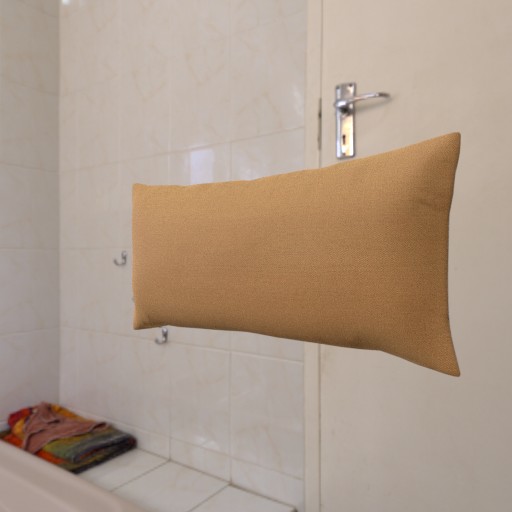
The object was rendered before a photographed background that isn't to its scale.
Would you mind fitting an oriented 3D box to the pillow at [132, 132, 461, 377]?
[{"bbox_3d":[0.000,0.000,0.707,0.608,0.291,0.151,0,-1,36],"label":"pillow"}]
